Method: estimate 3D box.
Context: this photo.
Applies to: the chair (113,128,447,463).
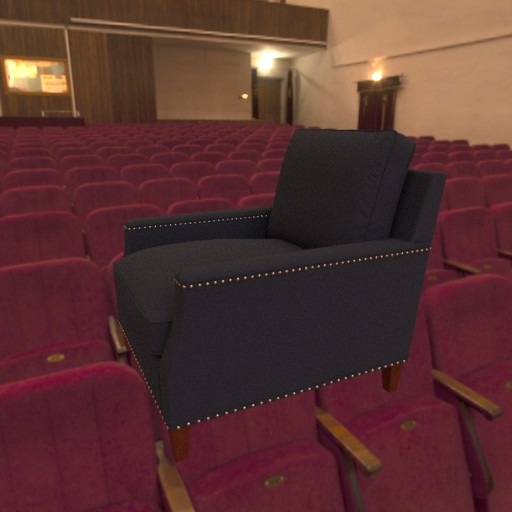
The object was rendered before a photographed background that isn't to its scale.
[{"bbox_3d":[0.000,0.000,1.709,1.014,0.943,0.853,-8,18,-25],"label":"chair"}]
